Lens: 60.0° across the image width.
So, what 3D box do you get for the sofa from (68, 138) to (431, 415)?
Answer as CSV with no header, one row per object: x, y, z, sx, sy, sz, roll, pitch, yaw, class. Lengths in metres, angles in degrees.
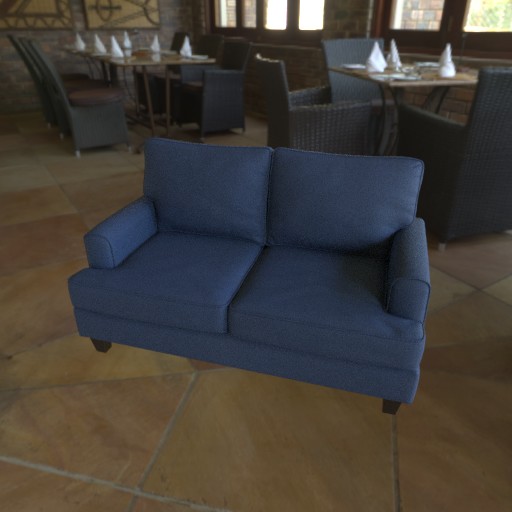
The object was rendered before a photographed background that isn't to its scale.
0.000,0.000,2.264,1.651,0.965,0.965,8,29,15,sofa
